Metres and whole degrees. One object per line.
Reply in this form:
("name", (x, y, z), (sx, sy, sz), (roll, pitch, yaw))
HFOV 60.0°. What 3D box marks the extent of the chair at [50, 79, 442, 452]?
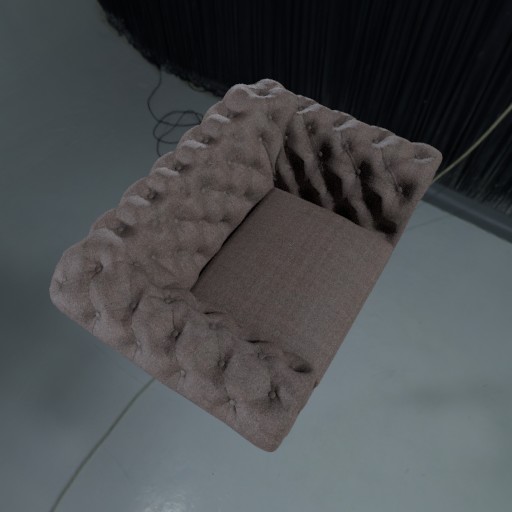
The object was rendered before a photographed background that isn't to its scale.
("chair", (0.000, 0.000, 1.839), (0.945, 0.780, 1.298), (29, 63, 16))
